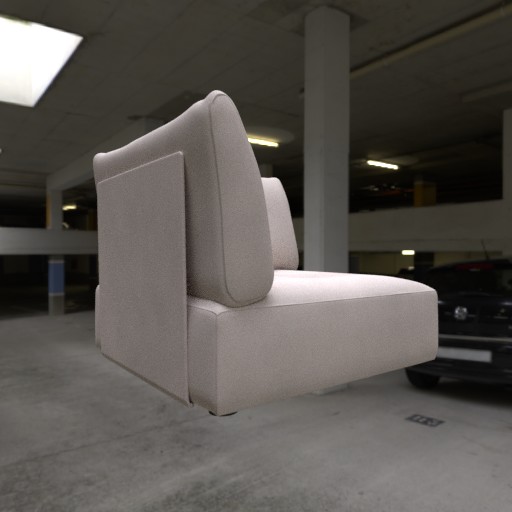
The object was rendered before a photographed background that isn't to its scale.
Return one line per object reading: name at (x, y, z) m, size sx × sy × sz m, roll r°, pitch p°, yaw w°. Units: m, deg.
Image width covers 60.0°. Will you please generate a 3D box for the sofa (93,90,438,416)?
sofa at (0.000, 0.000, 1.717) m, size 1.000 × 0.820 × 1.000 m, roll -1°, pitch 1°, yaw -37°
